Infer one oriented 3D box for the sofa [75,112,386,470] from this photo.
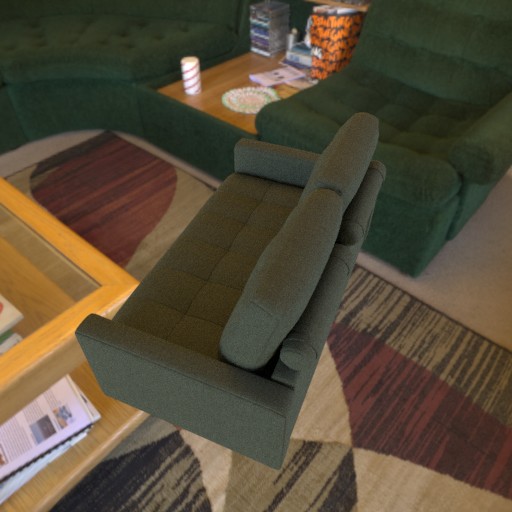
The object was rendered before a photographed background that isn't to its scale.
[{"bbox_3d":[0.000,0.000,1.940,0.842,0.907,1.407,17,47,16],"label":"sofa"}]
